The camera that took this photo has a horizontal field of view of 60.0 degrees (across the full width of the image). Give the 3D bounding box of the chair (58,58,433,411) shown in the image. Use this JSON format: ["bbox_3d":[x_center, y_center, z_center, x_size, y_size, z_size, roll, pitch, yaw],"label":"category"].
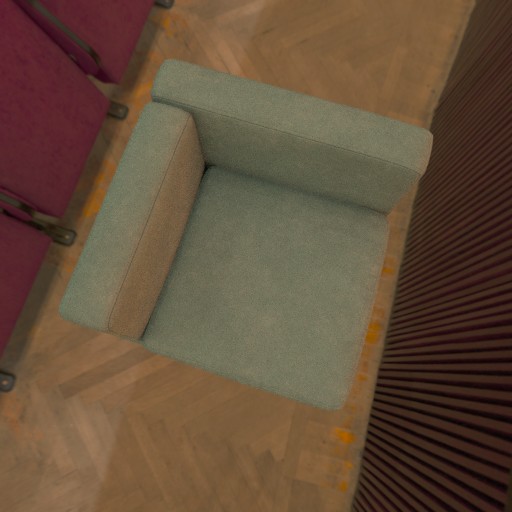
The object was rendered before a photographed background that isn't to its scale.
[{"bbox_3d":[0.000,0.000,1.247,0.680,0.660,0.680,17,76,4],"label":"chair"}]
